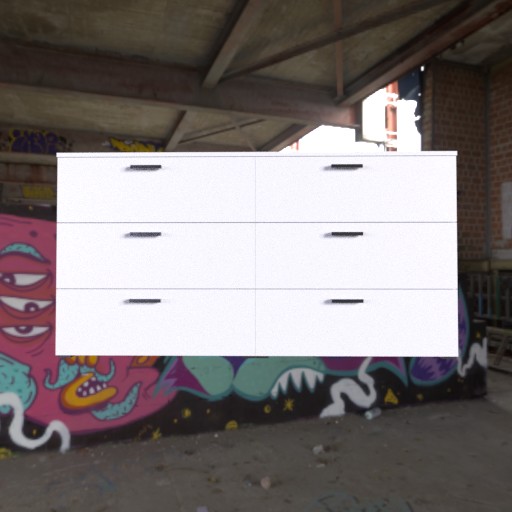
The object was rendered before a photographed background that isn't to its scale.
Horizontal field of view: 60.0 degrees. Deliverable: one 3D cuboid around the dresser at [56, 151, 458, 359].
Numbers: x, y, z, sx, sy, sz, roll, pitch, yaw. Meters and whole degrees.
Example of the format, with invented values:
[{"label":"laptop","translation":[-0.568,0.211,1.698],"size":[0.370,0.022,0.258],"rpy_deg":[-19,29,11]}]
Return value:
[{"label":"dresser","translation":[0.000,0.000,1.839],"size":[1.535,0.790,0.333],"rpy_deg":[0,-1,1]}]
